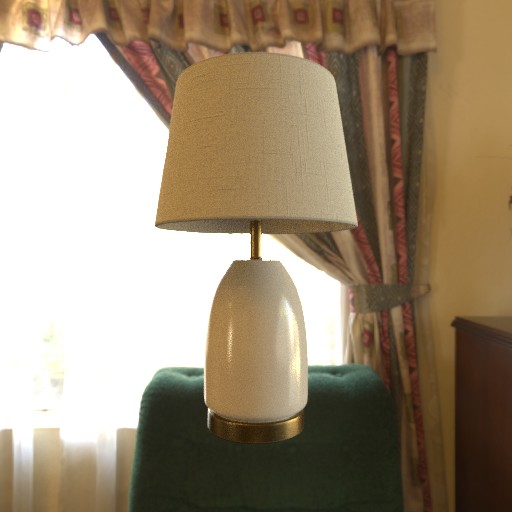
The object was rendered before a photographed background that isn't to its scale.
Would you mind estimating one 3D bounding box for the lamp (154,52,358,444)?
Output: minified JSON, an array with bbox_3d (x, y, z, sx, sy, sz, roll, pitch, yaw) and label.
[{"bbox_3d":[0.000,0.000,0.637,0.285,0.483,0.285,0,-1,0],"label":"lamp"}]
